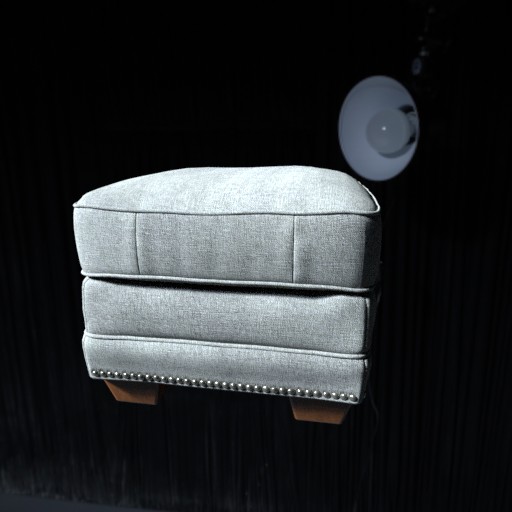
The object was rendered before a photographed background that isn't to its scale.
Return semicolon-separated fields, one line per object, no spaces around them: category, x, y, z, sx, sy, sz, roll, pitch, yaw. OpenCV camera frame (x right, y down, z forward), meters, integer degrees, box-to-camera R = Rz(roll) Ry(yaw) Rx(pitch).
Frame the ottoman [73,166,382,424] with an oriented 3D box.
ottoman;0.000;0.000;1.149;0.561;0.457;0.813;3;14;10
